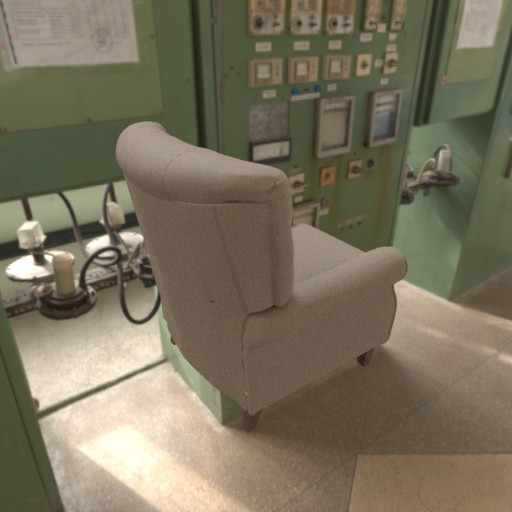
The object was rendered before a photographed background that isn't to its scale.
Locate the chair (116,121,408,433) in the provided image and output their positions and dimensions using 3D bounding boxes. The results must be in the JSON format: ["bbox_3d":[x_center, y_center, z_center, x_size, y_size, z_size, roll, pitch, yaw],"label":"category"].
[{"bbox_3d":[0.000,0.000,1.956,1.041,1.138,0.999,-18,32,-30],"label":"chair"}]
